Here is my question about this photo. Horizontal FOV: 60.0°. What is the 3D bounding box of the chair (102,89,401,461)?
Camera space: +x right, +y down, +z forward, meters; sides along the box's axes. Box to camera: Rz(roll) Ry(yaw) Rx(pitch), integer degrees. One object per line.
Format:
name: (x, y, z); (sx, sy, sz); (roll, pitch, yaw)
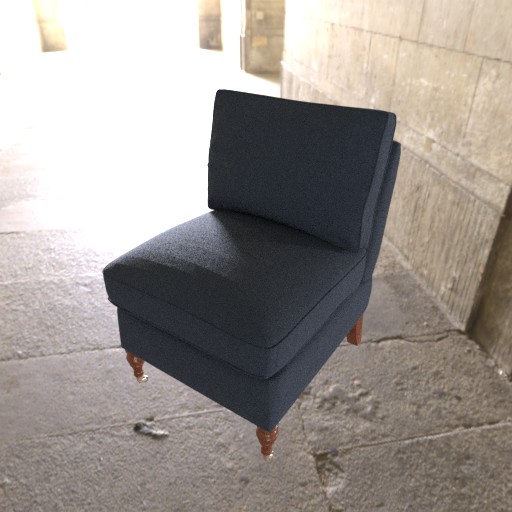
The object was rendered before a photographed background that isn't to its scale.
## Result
chair: (0.000, 0.000, 1.659); (0.724, 1.052, 0.912); (20, 36, 29)
